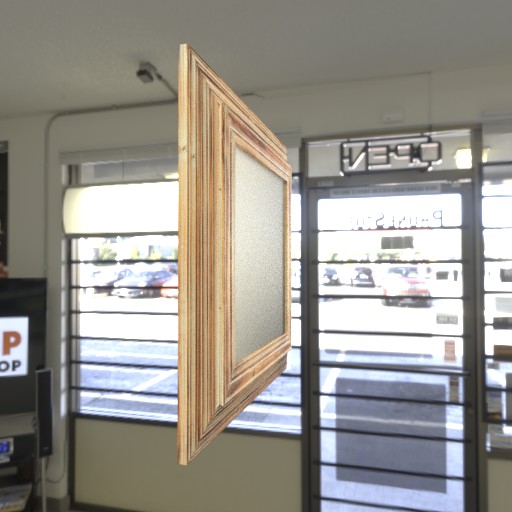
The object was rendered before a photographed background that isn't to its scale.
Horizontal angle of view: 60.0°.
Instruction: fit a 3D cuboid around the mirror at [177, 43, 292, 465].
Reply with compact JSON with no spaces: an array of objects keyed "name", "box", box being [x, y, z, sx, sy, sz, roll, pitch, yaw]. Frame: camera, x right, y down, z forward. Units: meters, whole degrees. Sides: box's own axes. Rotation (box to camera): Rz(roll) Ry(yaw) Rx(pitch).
[{"name":"mirror","box":[0.000,0.000,1.225,0.061,0.804,0.804,0,-1,17]}]
